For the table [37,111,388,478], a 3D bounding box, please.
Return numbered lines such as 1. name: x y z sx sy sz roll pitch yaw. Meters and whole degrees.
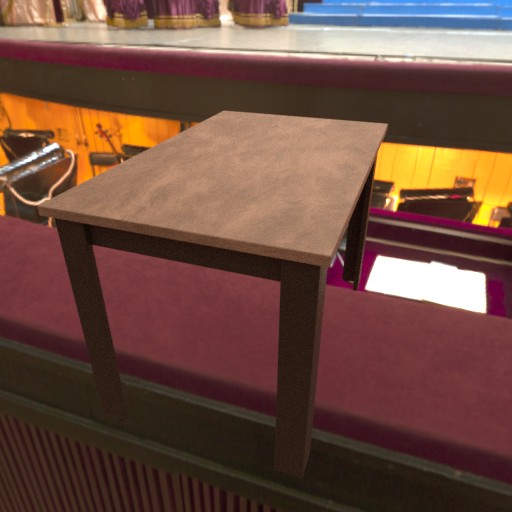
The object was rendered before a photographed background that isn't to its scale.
1. table: 0.000 0.000 1.572 0.700 0.734 1.100 10 32 17
